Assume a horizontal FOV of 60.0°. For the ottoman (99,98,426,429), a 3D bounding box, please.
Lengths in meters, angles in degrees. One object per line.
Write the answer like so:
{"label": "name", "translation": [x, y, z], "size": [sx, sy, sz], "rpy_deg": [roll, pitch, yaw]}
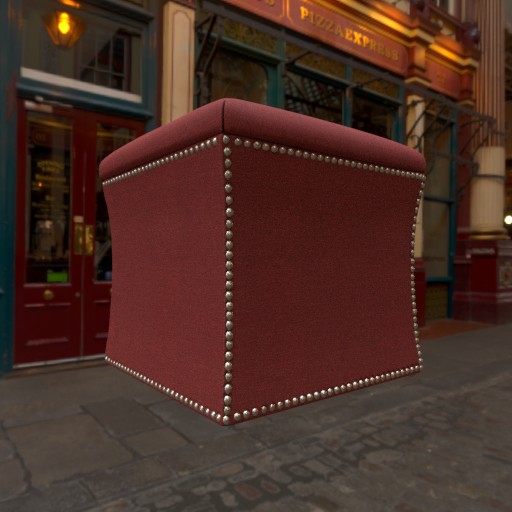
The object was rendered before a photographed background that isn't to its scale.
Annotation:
{"label": "ottoman", "translation": [0.000, 0.000, 0.913], "size": [0.507, 0.475, 0.497], "rpy_deg": [0, 0, -38]}
